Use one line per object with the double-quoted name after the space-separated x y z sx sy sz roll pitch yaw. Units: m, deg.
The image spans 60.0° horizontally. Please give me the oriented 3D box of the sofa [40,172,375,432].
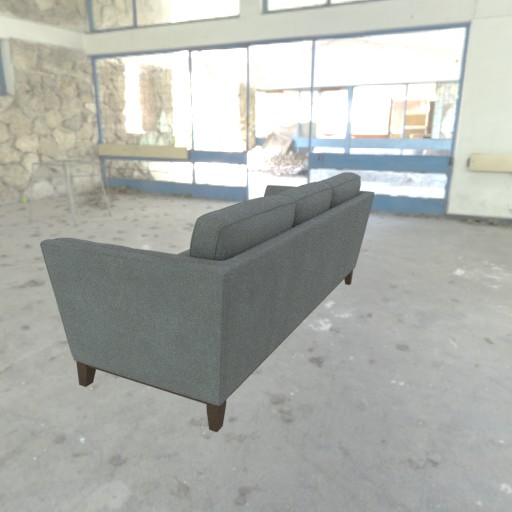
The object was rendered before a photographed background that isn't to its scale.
0.000 0.000 2.866 0.965 0.940 2.387 8 18 26 "sofa"
